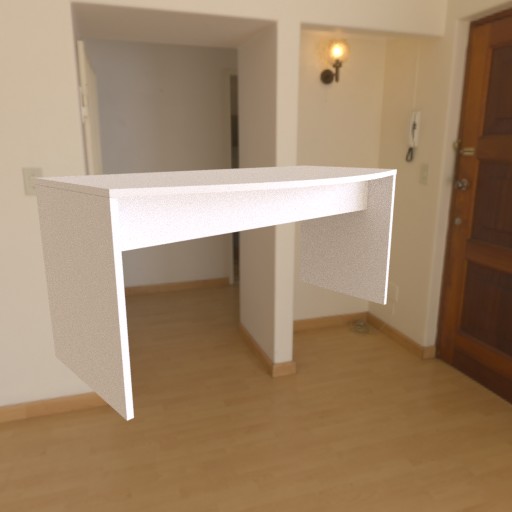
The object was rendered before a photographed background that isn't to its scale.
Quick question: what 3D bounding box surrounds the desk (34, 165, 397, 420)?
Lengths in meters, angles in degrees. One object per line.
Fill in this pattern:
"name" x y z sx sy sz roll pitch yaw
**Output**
"desk" 0.000 0.000 2.052 1.600 0.750 0.802 -13 19 -42
